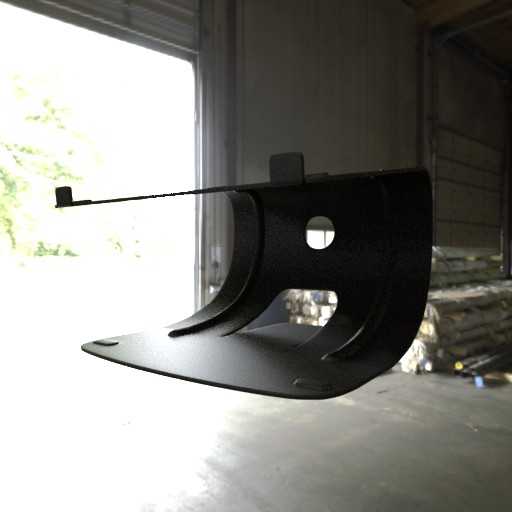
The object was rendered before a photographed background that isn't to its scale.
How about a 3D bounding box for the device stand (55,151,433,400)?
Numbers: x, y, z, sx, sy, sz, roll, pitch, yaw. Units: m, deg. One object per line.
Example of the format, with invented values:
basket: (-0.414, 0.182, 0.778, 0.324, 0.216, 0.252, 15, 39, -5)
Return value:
device stand: (0.000, 0.000, 0.385, 0.256, 0.155, 0.236, 1, 1, 36)
